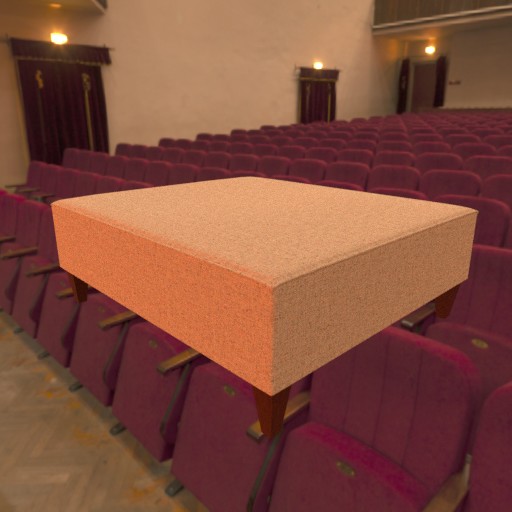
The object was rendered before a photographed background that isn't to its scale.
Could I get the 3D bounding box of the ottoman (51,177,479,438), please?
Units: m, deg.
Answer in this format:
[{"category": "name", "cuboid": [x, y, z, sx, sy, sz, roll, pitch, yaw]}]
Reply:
[{"category": "ottoman", "cuboid": [0.000, 0.000, 1.183, 0.736, 0.303, 0.835, -16, 24, -41]}]
